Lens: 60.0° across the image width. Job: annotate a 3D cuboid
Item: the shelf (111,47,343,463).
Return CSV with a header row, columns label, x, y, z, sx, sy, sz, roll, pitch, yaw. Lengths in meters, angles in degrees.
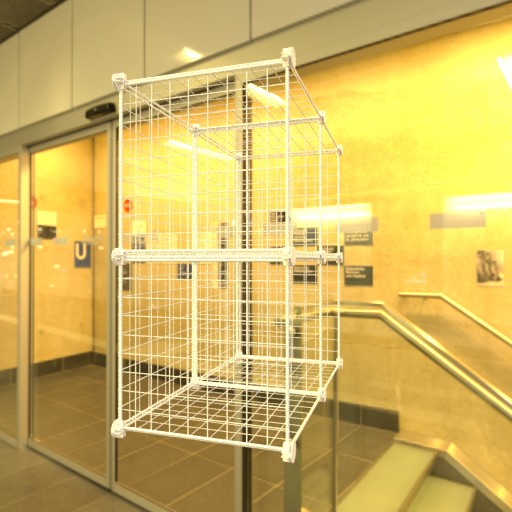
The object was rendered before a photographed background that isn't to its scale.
label,x,y,z,sx,sy,sz,roll,pitch,yaw
shelf,0.000,0.000,1.137,0.356,0.711,0.711,0,0,18
